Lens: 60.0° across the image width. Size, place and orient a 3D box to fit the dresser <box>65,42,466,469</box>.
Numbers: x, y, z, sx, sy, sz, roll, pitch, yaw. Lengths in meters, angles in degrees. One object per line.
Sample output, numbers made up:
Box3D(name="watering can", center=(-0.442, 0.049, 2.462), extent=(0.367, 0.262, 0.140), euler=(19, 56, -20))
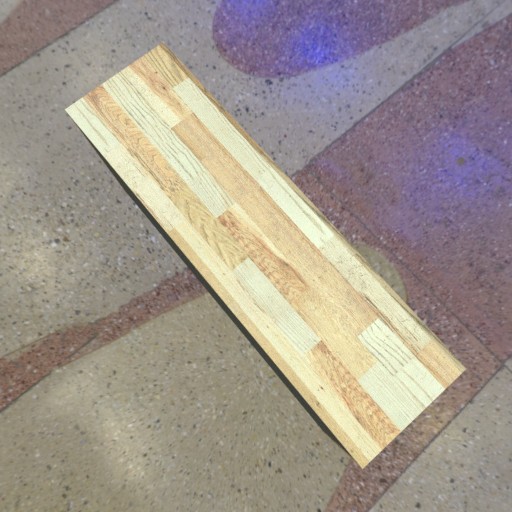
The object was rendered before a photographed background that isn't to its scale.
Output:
Box3D(name="dresser", center=(0.000, 0.000, 1.883), extent=(0.487, 0.834, 1.547), euler=(-39, 79, -9))
